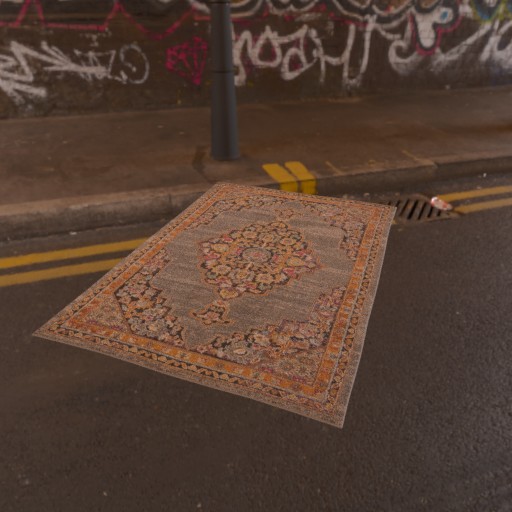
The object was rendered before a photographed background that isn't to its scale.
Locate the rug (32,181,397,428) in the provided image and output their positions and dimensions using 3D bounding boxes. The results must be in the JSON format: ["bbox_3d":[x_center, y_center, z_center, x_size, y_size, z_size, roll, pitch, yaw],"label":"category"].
[{"bbox_3d":[0.000,0.000,3.741,2.043,0.026,2.901,11,32,18],"label":"rug"}]
